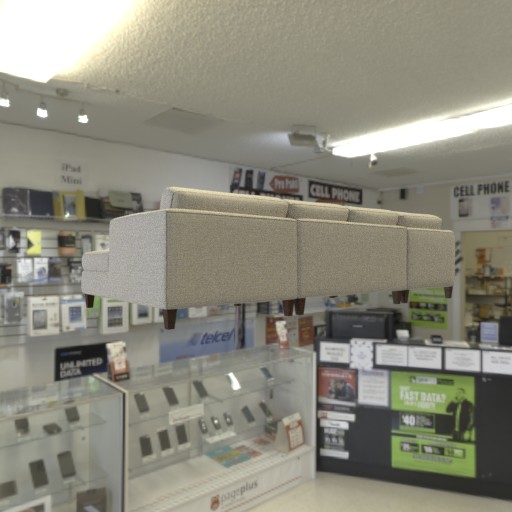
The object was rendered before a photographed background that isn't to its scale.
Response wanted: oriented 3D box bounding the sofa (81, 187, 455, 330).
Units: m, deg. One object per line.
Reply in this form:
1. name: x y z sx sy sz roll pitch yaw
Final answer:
1. sofa: 0.000 0.000 4.596 3.403 0.889 2.551 0 0 -39
